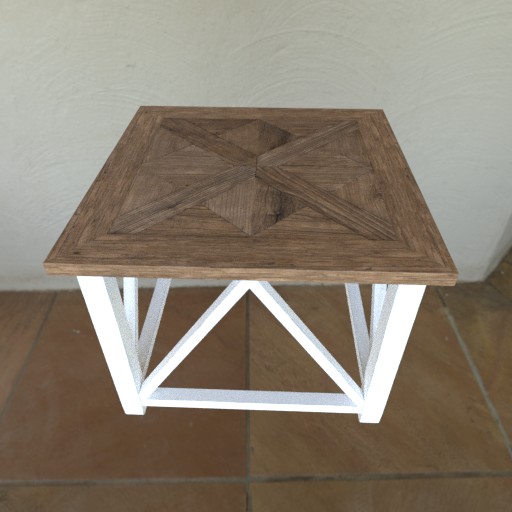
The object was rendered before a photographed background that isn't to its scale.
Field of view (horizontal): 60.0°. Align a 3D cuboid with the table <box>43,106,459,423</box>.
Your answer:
[{"bbox_3d":[0.000,0.000,1.181,0.700,0.532,0.700,1,40,2],"label":"table"}]
